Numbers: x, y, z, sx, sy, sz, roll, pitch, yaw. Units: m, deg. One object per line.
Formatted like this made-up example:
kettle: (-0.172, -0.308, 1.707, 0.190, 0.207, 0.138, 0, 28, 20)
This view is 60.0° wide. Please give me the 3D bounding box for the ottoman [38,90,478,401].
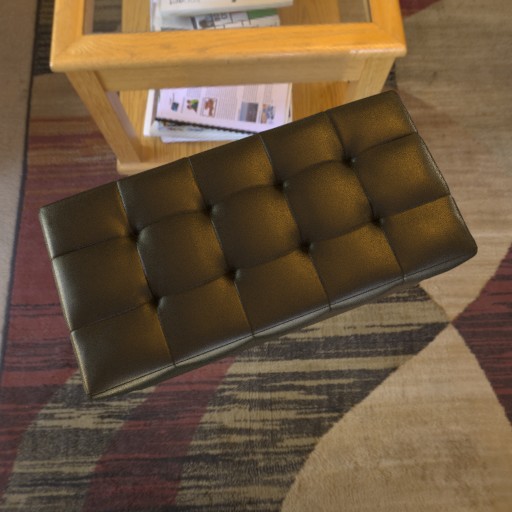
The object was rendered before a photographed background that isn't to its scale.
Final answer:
ottoman: (0.000, 0.000, 1.112, 0.838, 0.470, 0.432, -20, 76, -5)
